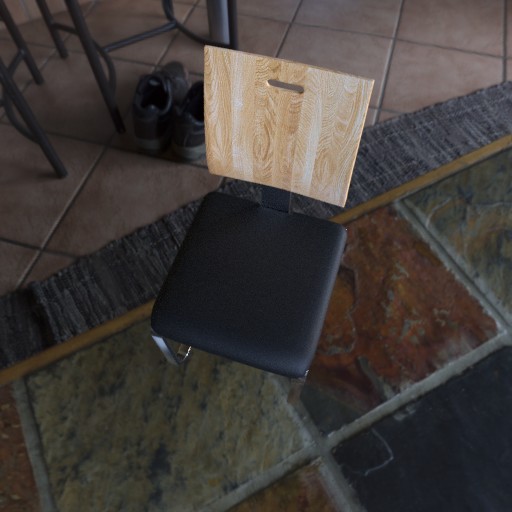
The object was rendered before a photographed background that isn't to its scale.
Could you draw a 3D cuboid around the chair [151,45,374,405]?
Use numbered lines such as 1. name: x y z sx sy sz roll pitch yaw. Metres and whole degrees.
1. chair: 0.000 0.000 1.245 0.462 0.936 0.560 16 60 9
